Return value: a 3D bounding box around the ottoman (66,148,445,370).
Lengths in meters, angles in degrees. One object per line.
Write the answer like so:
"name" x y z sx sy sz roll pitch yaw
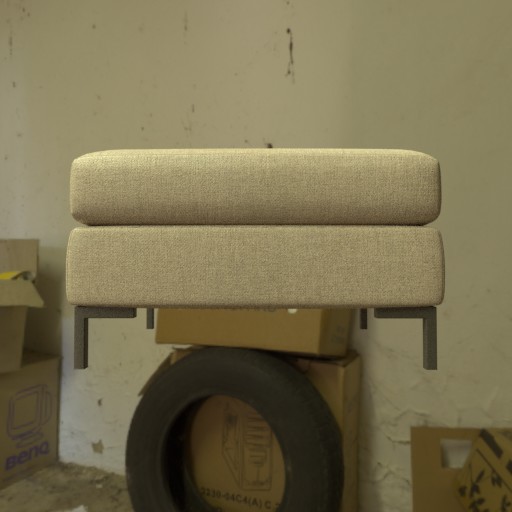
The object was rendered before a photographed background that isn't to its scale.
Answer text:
"ottoman" 0.000 0.000 1.246 0.820 0.490 0.671 0 -1 0
